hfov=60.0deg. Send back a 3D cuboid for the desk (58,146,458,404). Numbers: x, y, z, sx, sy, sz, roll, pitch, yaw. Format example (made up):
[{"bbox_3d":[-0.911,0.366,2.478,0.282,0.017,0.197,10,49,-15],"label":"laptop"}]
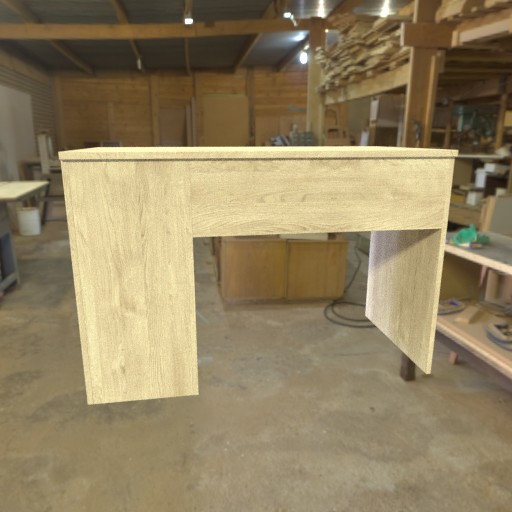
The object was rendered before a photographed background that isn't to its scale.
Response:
[{"bbox_3d":[0.000,0.000,1.559,1.097,0.735,0.560,-2,15,-9],"label":"desk"}]
